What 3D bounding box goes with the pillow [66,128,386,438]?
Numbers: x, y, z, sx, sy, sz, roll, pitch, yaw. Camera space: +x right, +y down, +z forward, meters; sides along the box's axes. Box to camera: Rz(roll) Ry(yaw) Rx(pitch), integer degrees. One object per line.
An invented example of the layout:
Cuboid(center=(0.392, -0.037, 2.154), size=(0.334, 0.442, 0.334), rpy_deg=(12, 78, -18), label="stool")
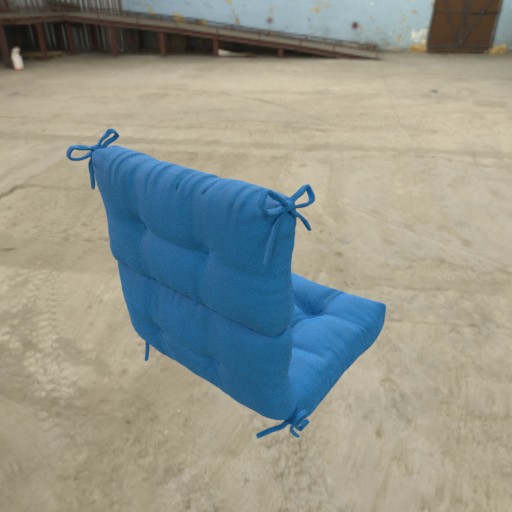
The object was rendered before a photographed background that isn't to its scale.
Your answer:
Cuboid(center=(0.000, 0.000, 1.041), size=(0.519, 0.605, 0.571), rpy_deg=(22, 36, 33), label="pillow")
